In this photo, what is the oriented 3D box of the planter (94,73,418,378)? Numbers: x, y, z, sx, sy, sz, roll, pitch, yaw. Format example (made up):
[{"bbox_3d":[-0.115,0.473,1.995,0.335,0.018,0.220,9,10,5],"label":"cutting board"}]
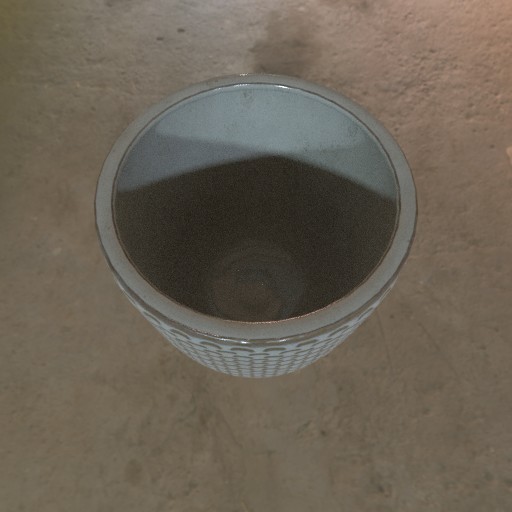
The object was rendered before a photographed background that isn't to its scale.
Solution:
[{"bbox_3d":[0.000,0.000,0.351,0.197,0.191,0.197,0,63,0],"label":"planter"}]
